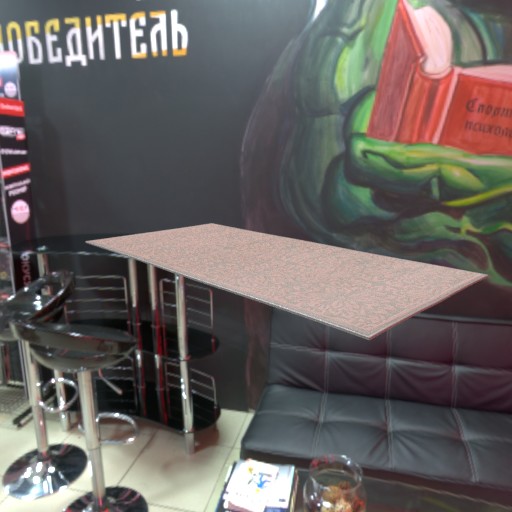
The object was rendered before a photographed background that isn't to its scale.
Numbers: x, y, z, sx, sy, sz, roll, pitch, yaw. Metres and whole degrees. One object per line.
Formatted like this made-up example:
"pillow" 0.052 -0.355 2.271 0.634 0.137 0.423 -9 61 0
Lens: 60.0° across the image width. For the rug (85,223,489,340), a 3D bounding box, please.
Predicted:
"rug" 0.000 0.000 1.440 0.604 0.007 1.219 -13 19 -43
